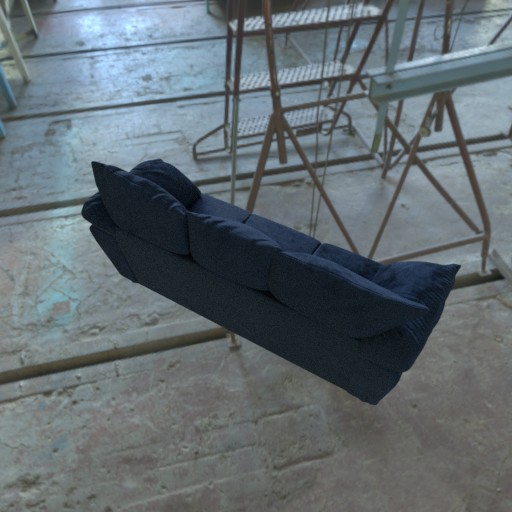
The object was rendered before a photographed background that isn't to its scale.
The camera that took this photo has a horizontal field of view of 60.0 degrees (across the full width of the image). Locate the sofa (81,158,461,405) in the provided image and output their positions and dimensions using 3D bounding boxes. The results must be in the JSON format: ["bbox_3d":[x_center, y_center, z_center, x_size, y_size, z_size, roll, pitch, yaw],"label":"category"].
[{"bbox_3d":[0.000,0.000,2.979,2.390,1.091,0.907,24,51,20],"label":"sofa"}]
